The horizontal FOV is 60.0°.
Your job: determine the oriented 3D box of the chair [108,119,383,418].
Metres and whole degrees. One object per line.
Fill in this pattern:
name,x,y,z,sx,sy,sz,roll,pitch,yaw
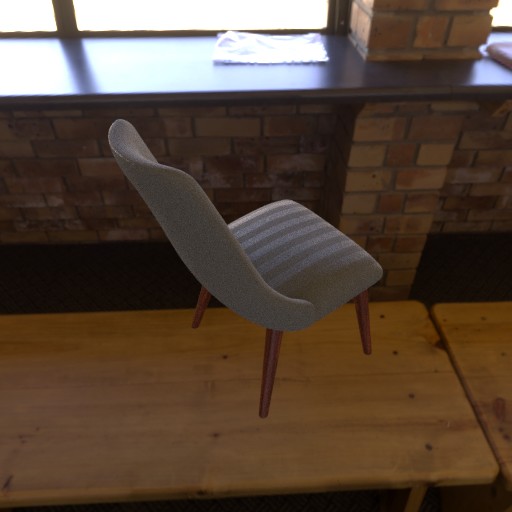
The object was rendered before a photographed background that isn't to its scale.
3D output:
chair,0.000,0.000,1.361,0.707,0.918,0.535,-24,46,-25
